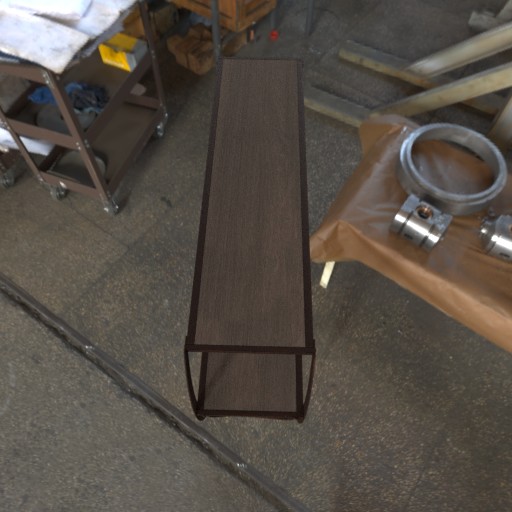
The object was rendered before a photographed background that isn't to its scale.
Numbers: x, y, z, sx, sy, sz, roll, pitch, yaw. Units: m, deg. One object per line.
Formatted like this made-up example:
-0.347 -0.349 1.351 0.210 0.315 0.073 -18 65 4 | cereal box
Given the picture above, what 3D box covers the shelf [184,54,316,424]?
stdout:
0.000 0.000 1.902 0.344 1.063 1.403 1 60 1 | shelf
